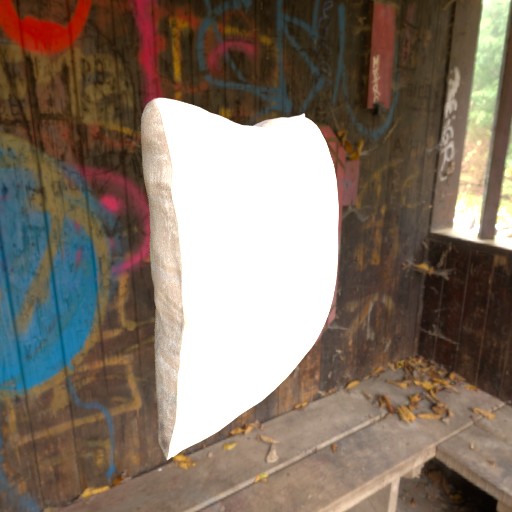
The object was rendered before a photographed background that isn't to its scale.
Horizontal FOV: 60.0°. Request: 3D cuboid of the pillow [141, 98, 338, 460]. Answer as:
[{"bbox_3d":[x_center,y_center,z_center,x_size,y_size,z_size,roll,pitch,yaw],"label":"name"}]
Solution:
[{"bbox_3d":[0.000,0.000,0.701,0.245,0.448,0.450,9,18,27],"label":"pillow"}]
